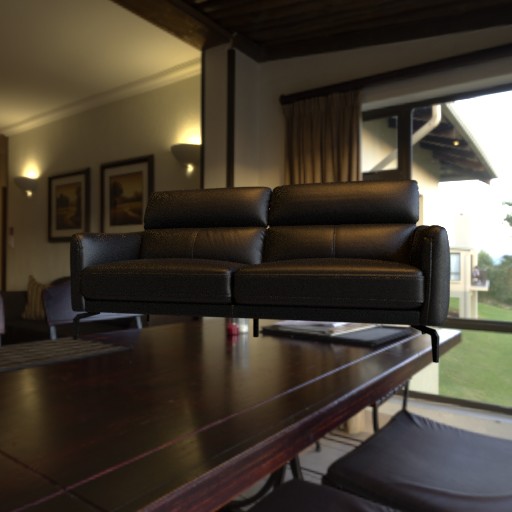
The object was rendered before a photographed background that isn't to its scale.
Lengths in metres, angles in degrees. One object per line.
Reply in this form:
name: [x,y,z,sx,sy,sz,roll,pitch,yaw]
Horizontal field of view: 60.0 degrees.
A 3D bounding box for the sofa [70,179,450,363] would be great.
sofa: [0.000,0.000,2.624,2.069,0.957,0.856,0,-1,17]
